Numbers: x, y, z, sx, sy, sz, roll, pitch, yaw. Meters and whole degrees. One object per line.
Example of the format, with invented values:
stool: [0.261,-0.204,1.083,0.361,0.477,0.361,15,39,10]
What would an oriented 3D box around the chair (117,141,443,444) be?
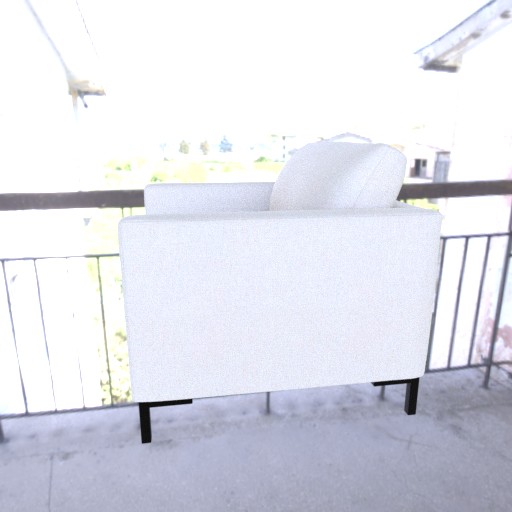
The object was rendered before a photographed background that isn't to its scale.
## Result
chair: [0.000,0.000,1.610,0.875,0.806,0.964,-2,15,-9]
